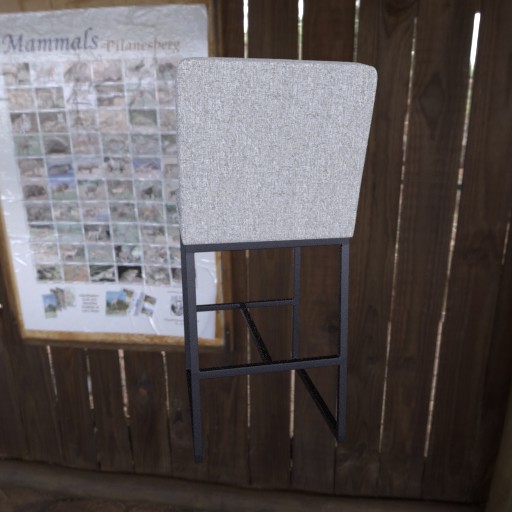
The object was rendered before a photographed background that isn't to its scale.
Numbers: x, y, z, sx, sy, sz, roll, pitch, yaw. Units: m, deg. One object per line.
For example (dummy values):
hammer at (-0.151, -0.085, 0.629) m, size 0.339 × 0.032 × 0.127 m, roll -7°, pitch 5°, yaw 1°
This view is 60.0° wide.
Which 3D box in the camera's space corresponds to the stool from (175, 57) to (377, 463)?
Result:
stool at (0.000, 0.000, 1.349) m, size 0.459 × 1.034 × 0.571 m, roll -3°, pitch 15°, yaw -11°
